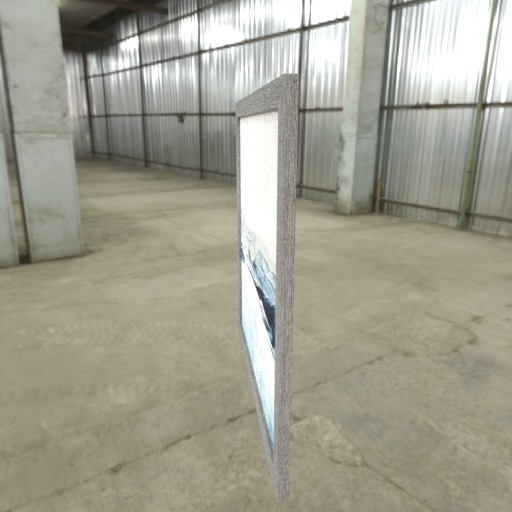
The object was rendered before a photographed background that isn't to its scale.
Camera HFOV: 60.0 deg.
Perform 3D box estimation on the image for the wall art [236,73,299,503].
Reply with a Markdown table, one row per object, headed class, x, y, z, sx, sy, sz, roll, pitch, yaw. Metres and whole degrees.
| class | x | y | z | sx | sy | sz | roll | pitch | yaw |
| --- | --- | --- | --- | --- | --- | --- | --- | --- | --- |
| wall art | 0.000 | 0.000 | 0.991 | 0.020 | 0.685 | 0.685 | -2 | 16 | -7 |
